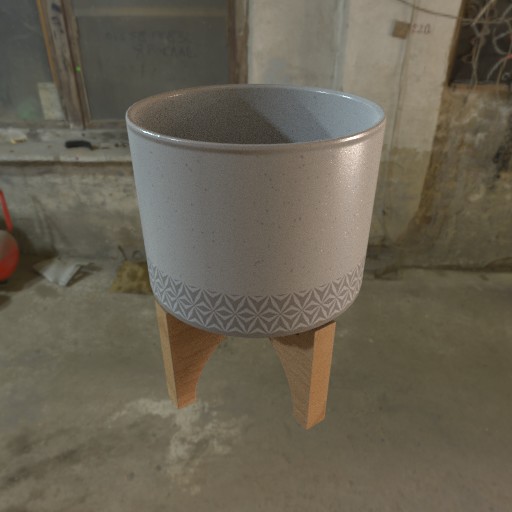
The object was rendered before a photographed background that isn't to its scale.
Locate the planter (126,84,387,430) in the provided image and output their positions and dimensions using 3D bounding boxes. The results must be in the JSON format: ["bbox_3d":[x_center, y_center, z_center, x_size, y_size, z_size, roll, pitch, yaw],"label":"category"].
[{"bbox_3d":[0.000,0.000,0.272,0.130,0.178,0.130,0,31,0],"label":"planter"}]
